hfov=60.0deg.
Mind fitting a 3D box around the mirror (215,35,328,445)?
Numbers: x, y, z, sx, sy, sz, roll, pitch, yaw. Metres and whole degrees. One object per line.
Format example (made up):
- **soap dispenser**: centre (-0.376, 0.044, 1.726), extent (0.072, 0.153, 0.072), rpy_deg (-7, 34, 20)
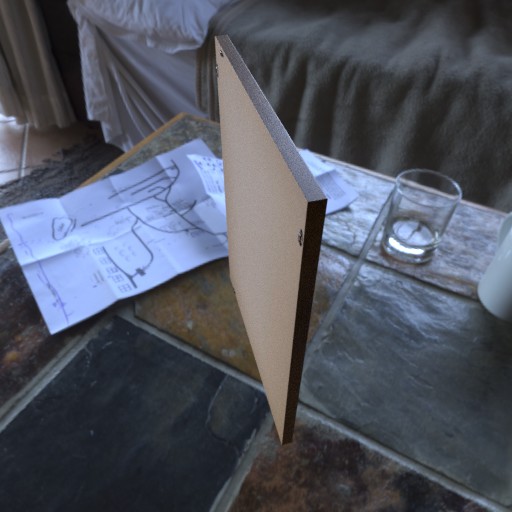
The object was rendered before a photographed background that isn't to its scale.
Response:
- **mirror**: centre (0.000, 0.000, 1.349), extent (0.040, 1.016, 0.762), rpy_deg (-11, 47, -11)
